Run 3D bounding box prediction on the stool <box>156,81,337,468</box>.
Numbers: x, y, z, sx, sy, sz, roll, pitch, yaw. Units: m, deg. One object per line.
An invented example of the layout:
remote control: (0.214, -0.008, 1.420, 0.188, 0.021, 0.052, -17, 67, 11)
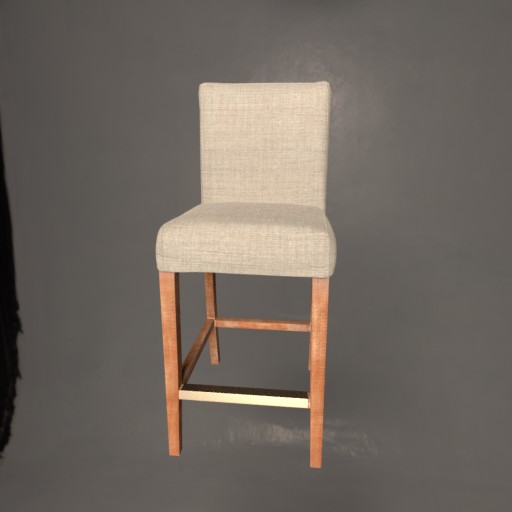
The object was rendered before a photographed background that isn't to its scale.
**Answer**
stool: (0.000, 0.000, 1.347, 0.454, 1.039, 0.567, 2, 16, 7)
